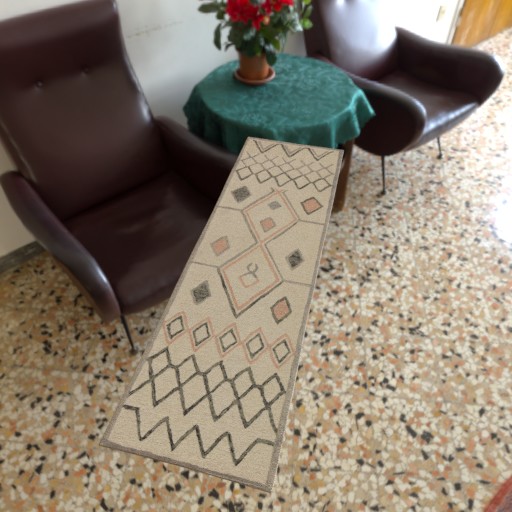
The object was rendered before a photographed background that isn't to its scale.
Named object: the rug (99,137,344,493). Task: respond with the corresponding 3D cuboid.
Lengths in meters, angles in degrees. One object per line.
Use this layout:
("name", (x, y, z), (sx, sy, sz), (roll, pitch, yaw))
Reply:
("rug", (0.000, 0.000, 2.605), (0.750, 0.011, 2.435), (11, 48, 10))
